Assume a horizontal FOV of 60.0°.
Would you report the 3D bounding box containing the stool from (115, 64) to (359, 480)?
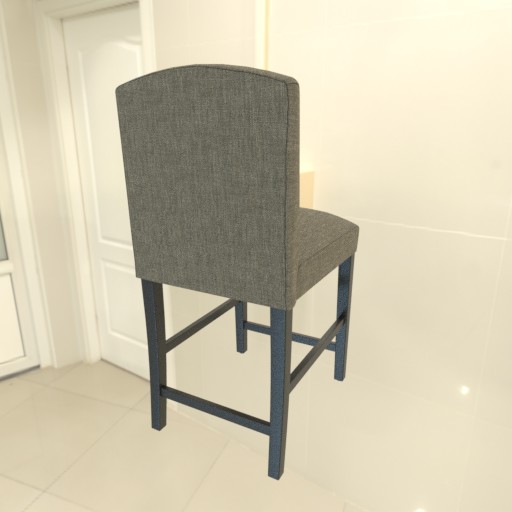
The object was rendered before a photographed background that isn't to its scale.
[{"bbox_3d":[0.000,0.000,1.266,0.451,0.966,0.552,9,20,27],"label":"stool"}]
